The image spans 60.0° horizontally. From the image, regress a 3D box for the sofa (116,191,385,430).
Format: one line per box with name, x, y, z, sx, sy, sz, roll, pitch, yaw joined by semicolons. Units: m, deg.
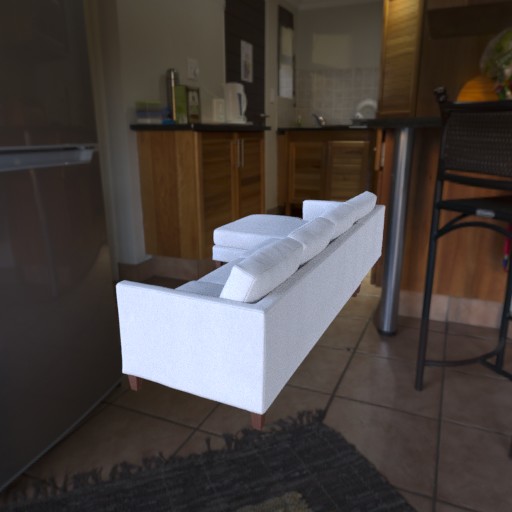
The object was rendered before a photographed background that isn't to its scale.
sofa;0.000;0.000;3.864;1.625;0.861;3.186;8;18;25
